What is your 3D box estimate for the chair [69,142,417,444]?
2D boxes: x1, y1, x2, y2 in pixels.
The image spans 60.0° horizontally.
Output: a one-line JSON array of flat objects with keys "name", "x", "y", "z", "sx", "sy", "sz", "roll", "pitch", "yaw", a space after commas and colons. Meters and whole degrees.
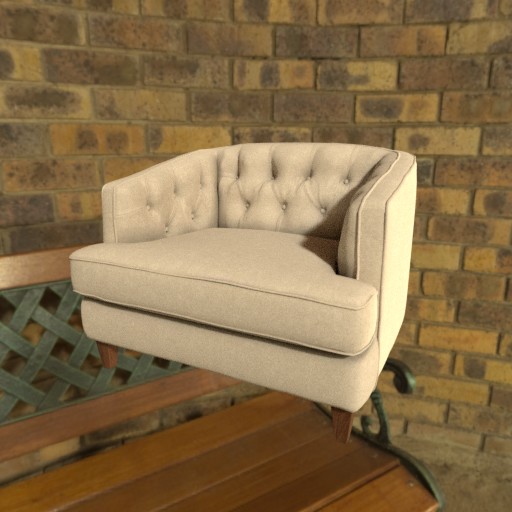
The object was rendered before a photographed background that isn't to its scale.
[{"name": "chair", "x": 0.000, "y": 0.000, "z": 1.737, "sx": 1.104, "sy": 0.852, "sz": 0.941, "roll": 8, "pitch": 17, "yaw": 27}]
